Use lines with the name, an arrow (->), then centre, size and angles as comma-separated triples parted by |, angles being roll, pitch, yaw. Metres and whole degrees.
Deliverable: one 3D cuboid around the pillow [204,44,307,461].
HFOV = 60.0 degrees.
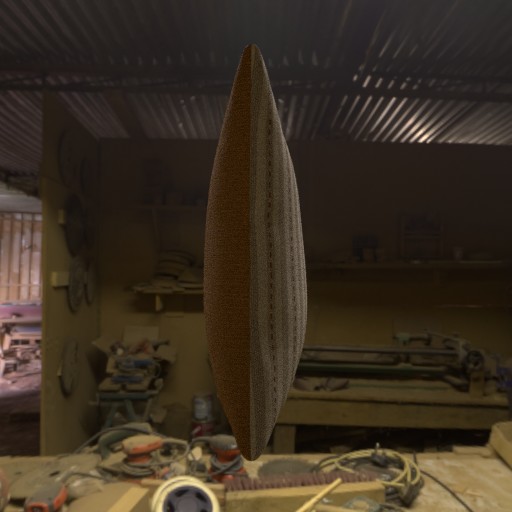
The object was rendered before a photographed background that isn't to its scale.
pillow -> 0.000, 0.000, 0.664 | 0.147, 0.437, 0.432 | 0, -2, -1
